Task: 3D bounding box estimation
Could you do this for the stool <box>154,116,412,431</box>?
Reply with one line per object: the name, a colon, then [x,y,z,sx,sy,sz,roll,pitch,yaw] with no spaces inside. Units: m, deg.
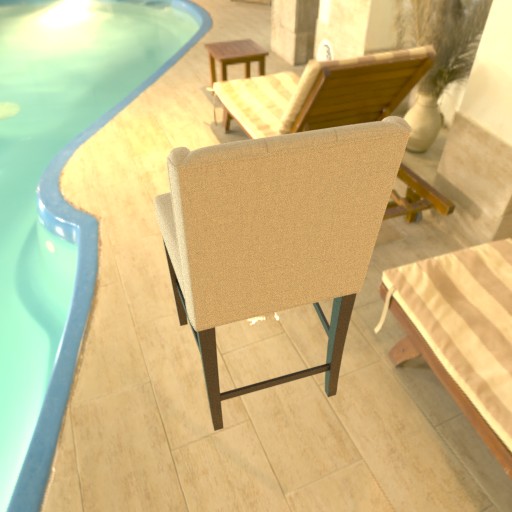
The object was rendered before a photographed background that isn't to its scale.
stool: [0.000,0.000,1.220,0.474,0.939,0.509,-12,43,-13]
